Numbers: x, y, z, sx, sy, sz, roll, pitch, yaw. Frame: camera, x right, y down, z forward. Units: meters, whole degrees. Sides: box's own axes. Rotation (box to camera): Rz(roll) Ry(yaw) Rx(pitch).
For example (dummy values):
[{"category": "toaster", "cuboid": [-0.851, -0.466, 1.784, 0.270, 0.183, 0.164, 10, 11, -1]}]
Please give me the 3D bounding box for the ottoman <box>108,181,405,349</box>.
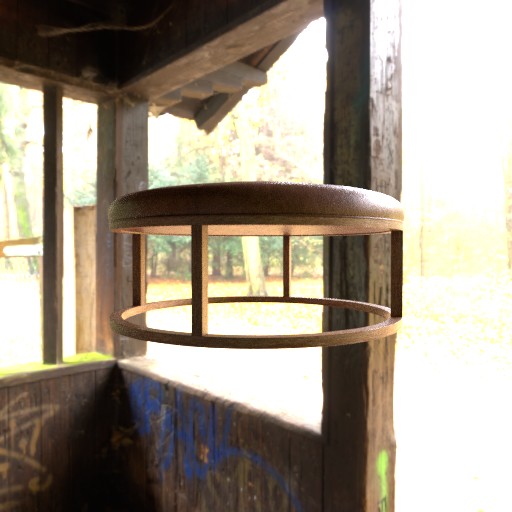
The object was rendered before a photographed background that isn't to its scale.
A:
[{"category": "ottoman", "cuboid": [0.000, 0.000, 1.584, 1.006, 0.445, 1.006, 0, 1, 0]}]
